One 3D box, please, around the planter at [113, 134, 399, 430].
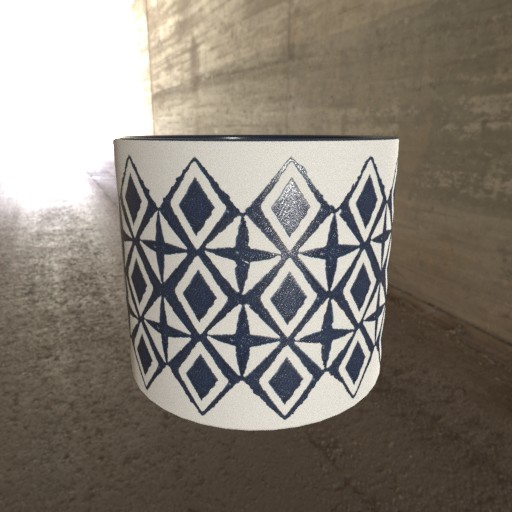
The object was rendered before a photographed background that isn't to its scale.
[{"bbox_3d":[0.000,0.000,0.275,0.159,0.144,0.159,0,16,0],"label":"planter"}]
